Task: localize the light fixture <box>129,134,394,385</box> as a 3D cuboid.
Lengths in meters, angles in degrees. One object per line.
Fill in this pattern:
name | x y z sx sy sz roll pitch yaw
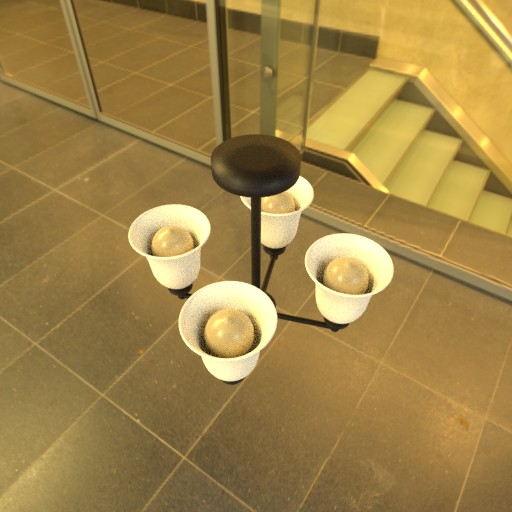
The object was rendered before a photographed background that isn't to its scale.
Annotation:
light fixture | 0.000 0.000 1.798 1.069 0.925 1.069 11 46 10
